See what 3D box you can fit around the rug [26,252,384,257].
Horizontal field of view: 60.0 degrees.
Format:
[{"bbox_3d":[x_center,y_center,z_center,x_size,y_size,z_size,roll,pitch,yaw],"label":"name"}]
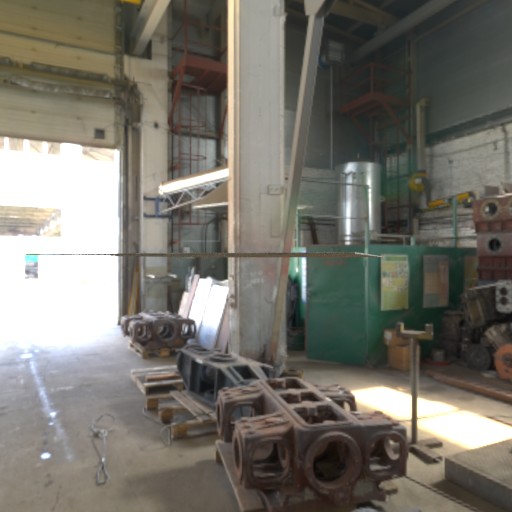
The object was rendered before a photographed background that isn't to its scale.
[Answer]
[{"bbox_3d":[0.000,0.000,2.926,1.521,0.006,2.283,0,0,19],"label":"rug"}]
